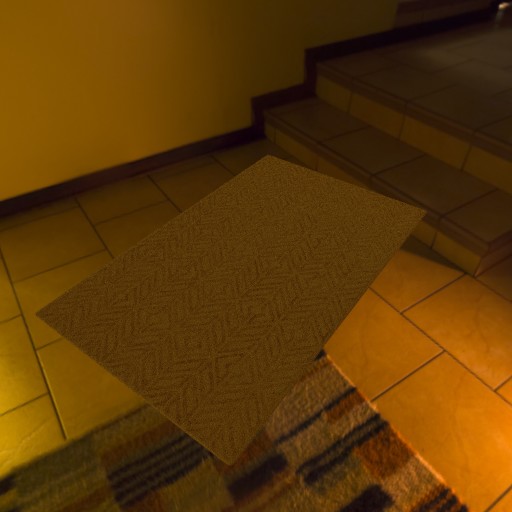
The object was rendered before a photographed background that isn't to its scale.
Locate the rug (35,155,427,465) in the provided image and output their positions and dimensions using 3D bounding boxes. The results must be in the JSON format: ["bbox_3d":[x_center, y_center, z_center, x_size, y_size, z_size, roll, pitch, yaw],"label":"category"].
[{"bbox_3d":[0.000,0.000,3.058,1.523,0.008,2.438,26,47,27],"label":"rug"}]
